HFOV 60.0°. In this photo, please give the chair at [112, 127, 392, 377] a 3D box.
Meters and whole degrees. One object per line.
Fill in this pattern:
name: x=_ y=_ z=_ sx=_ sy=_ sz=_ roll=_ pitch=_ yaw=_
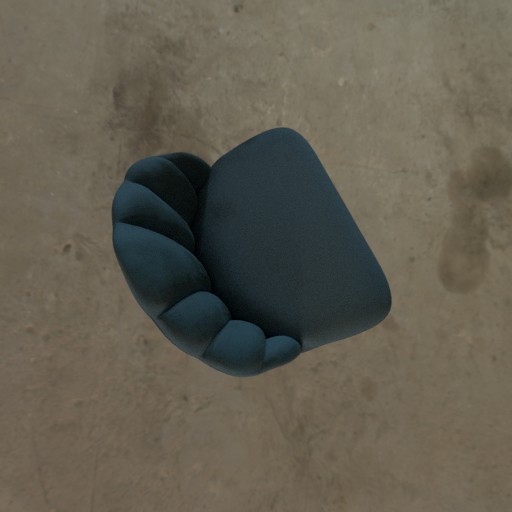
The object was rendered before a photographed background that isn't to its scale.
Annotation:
chair: x=0.000 y=0.000 z=1.296 sx=0.599 sy=0.819 sz=0.657 roll=-25 pitch=77 yaw=-6
